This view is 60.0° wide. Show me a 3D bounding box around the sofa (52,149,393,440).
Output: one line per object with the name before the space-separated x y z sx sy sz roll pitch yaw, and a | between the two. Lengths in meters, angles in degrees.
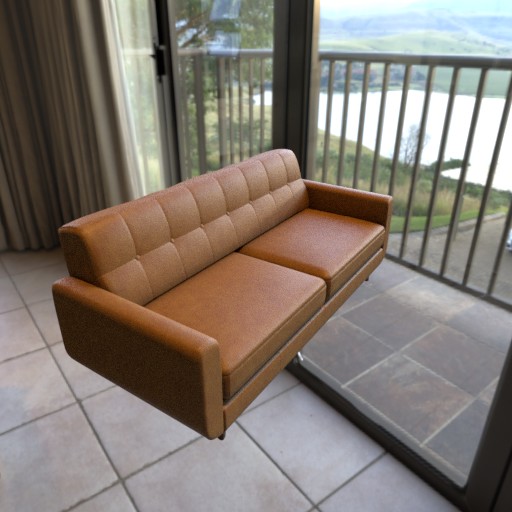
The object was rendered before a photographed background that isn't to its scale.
sofa | 0.000 0.000 2.697 0.980 0.892 2.137 17 31 30
